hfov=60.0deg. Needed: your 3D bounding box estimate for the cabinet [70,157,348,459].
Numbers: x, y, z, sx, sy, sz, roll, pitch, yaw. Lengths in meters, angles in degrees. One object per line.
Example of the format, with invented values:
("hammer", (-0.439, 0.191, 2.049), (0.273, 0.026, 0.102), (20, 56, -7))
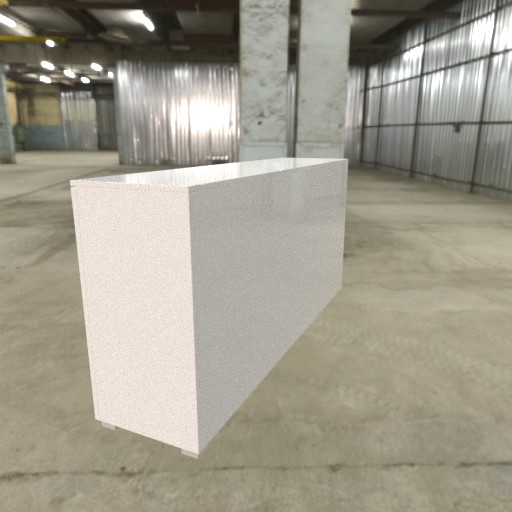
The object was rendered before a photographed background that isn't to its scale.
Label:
("cabinet", (0.000, 0.000, 2.005), (0.400, 0.800, 1.650), (7, 16, 24))
